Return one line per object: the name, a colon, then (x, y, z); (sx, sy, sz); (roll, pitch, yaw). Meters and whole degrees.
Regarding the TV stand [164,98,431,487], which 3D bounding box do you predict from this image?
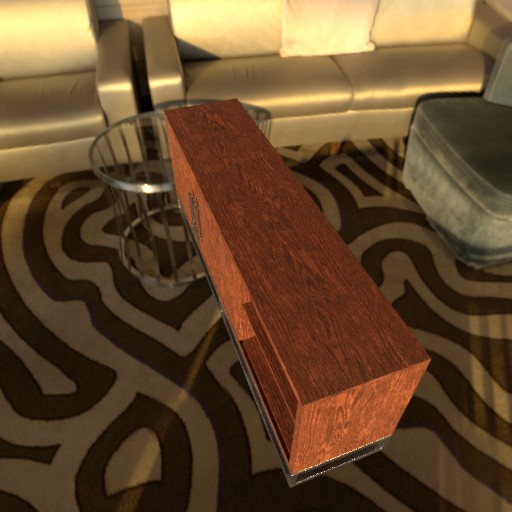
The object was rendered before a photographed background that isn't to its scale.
TV stand: (0.000, 0.000, 1.793); (0.382, 0.578, 1.541); (-15, 47, -14)
